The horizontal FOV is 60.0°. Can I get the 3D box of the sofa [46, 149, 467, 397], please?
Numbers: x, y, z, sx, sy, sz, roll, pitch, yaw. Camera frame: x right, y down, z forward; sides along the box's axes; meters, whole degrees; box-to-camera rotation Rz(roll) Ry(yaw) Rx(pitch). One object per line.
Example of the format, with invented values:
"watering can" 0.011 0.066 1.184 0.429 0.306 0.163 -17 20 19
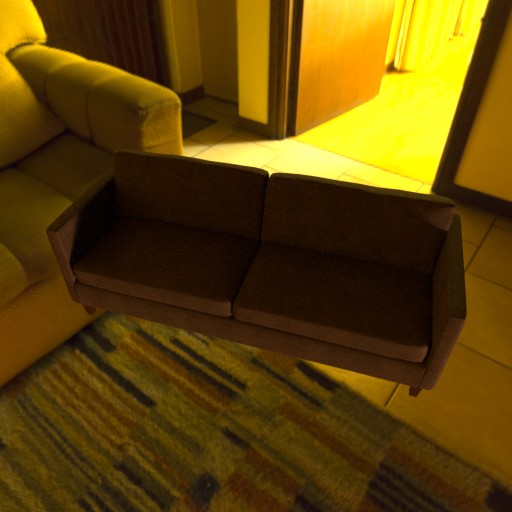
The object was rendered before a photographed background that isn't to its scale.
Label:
"sofa" 0.000 0.000 2.906 2.434 0.965 0.951 11 42 13
